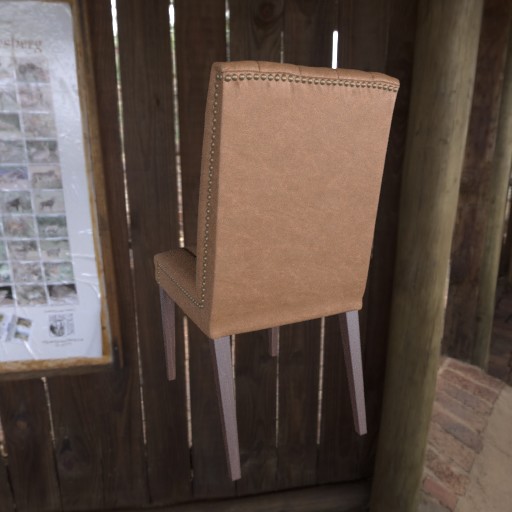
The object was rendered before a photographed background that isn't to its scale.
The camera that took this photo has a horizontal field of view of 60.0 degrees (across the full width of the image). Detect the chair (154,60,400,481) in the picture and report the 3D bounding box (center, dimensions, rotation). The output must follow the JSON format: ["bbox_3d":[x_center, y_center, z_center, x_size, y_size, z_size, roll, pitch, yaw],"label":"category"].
[{"bbox_3d":[0.000,0.000,1.377,0.511,1.016,0.647,-7,16,-26],"label":"chair"}]
